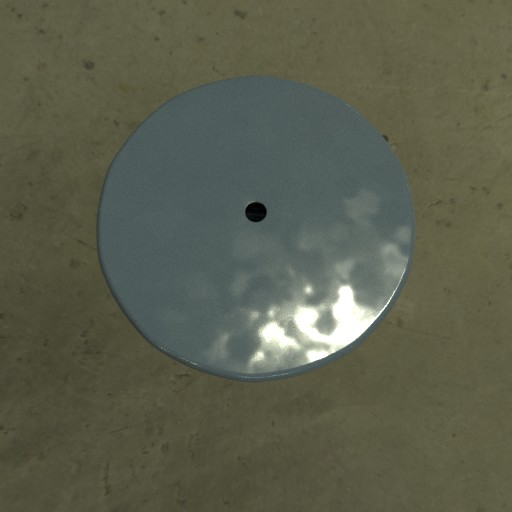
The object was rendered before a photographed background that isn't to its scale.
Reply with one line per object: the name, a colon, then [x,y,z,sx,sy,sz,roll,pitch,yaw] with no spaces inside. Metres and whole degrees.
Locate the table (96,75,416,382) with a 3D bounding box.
table: [0.000,0.000,0.662,0.352,0.387,0.352,0,76,0]
